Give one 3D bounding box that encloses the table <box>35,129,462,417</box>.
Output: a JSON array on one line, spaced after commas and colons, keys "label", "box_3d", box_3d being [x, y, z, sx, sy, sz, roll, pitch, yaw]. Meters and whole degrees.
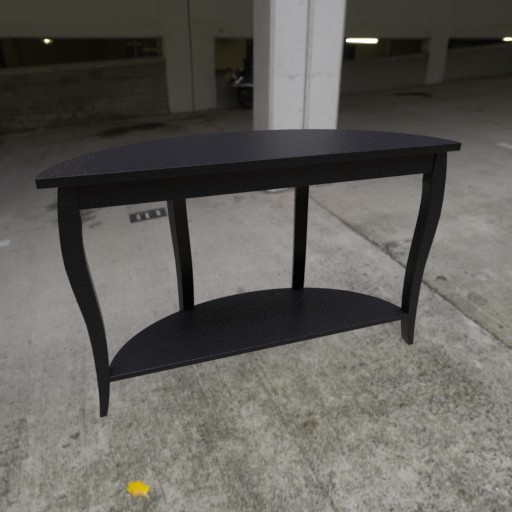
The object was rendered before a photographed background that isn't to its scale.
[{"label": "table", "box_3d": [0.000, 0.000, 1.546, 1.219, 0.780, 0.394, -9, 28, -17]}]
